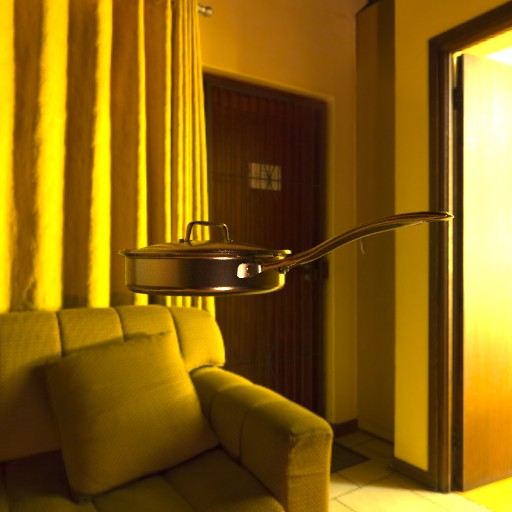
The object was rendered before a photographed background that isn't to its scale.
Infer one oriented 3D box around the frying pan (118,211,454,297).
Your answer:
[{"bbox_3d":[0.000,0.000,0.672,0.561,0.114,0.280,0,0,37],"label":"frying pan"}]
